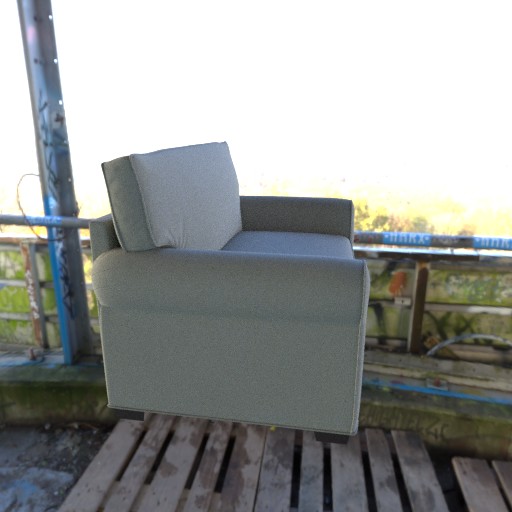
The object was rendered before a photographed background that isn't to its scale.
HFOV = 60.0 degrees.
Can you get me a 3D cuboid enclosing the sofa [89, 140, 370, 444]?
[{"bbox_3d":[0.000,0.000,2.067,0.937,1.006,1.405,3,17,9],"label":"sofa"}]
